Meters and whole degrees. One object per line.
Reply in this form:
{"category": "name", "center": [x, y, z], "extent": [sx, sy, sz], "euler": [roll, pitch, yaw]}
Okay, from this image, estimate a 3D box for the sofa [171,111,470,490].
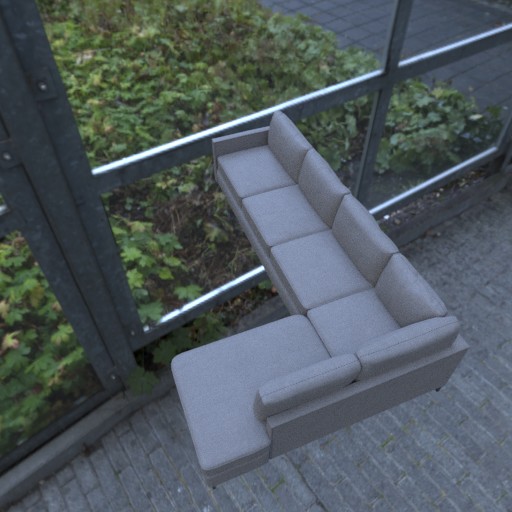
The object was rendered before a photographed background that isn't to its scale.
{"category": "sofa", "center": [0.000, 0.000, 4.177], "extent": [2.077, 0.964, 3.331], "euler": [-17, 50, -15]}
